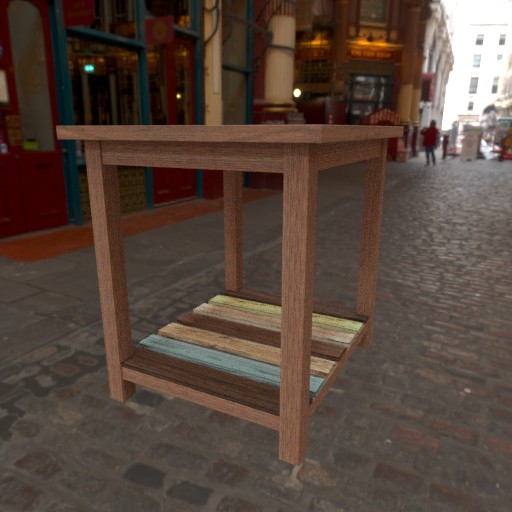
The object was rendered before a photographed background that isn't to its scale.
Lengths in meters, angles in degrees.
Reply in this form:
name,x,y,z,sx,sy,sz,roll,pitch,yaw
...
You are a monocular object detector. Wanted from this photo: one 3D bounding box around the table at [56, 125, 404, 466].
name,x,y,z,sx,sy,sz,roll,pitch,yaw
table,0.000,0.000,1.132,0.559,0.635,0.660,8,18,26
